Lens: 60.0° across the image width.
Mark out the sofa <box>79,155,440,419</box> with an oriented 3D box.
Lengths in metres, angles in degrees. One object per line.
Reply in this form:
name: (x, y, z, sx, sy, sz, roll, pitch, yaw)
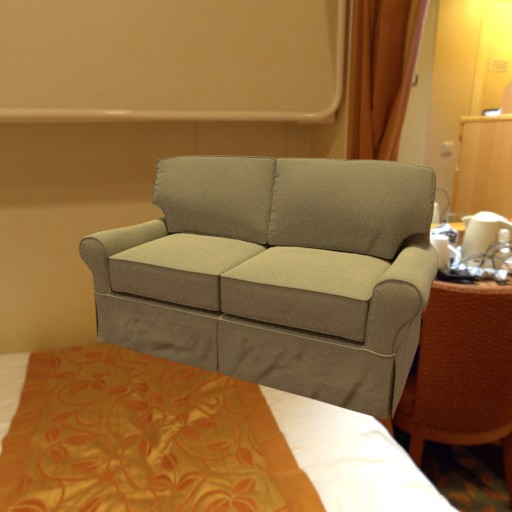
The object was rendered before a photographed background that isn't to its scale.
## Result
sofa: (0.000, 0.000, 2.401, 1.823, 1.024, 0.841, 8, 18, 26)
